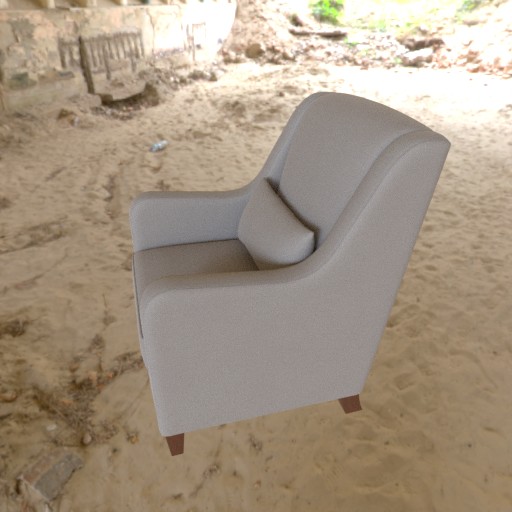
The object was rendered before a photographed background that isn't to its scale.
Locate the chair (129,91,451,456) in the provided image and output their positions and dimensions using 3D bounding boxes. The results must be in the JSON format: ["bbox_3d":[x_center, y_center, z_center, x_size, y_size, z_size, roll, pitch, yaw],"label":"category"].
[{"bbox_3d":[0.000,0.000,1.565,0.863,1.010,0.715,-8,31,-14],"label":"chair"}]
